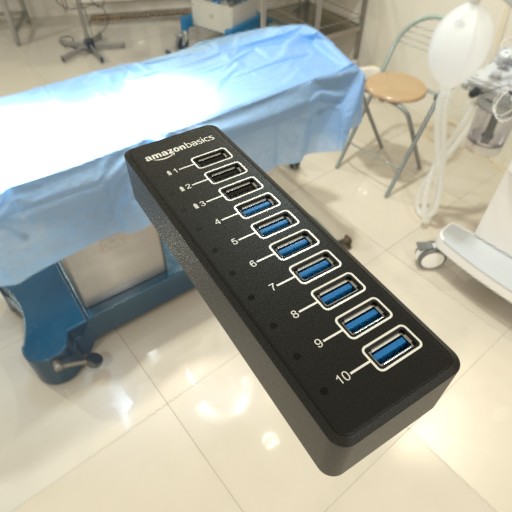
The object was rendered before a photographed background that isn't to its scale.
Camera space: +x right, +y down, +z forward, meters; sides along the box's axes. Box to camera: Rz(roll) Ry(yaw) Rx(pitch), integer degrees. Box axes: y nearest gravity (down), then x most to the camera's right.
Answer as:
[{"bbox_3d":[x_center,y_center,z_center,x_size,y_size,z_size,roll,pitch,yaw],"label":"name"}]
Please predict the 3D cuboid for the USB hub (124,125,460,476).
[{"bbox_3d":[0.000,0.000,0.161,0.044,0.023,0.145,-25,52,-21],"label":"USB hub"}]
